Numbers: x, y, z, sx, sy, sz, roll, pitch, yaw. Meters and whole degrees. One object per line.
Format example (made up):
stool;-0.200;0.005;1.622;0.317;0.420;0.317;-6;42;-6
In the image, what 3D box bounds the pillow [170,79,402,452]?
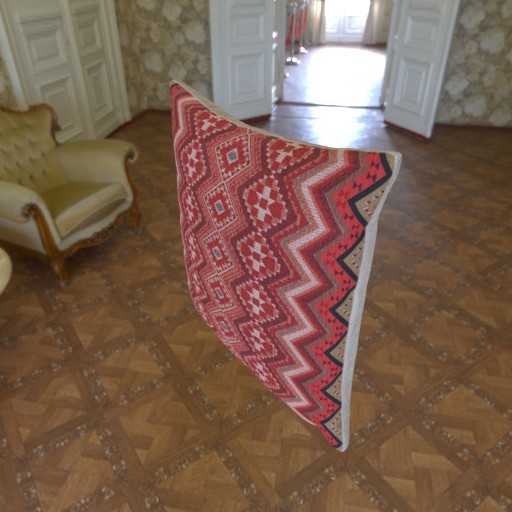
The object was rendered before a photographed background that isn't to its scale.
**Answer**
pillow;0.000;0.000;0.768;0.158;0.511;0.513;-21;38;-30
